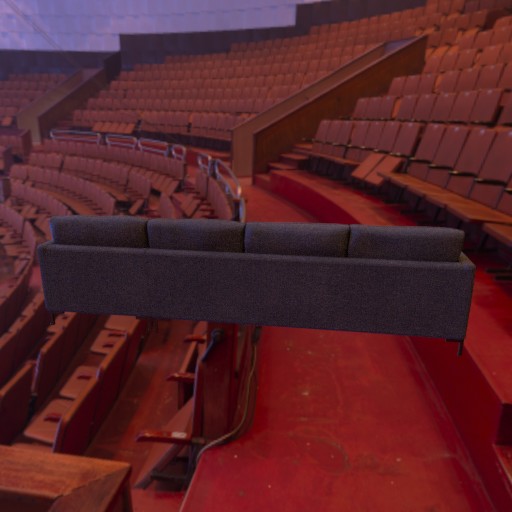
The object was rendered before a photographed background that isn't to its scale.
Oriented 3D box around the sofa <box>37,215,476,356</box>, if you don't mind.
[{"bbox_3d":[0.000,0.000,3.536,2.932,0.810,1.350,3,17,9],"label":"sofa"}]
